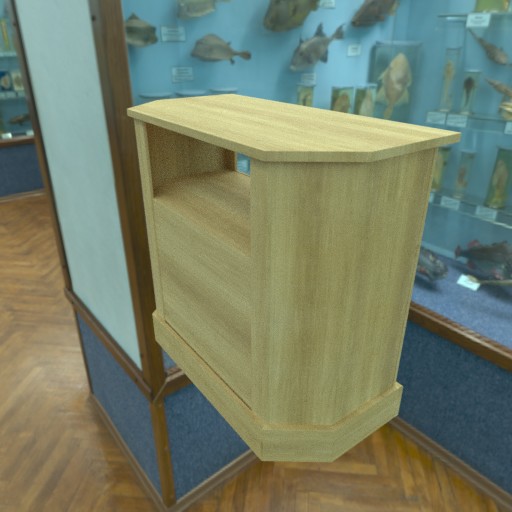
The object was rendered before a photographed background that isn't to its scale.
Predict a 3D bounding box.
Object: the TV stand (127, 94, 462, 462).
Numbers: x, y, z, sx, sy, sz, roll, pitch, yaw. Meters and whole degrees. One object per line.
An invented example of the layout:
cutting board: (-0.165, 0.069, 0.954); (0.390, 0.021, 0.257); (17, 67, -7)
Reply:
TV stand: (0.000, 0.000, 1.280); (0.425, 0.781, 0.851); (-18, 32, -32)
